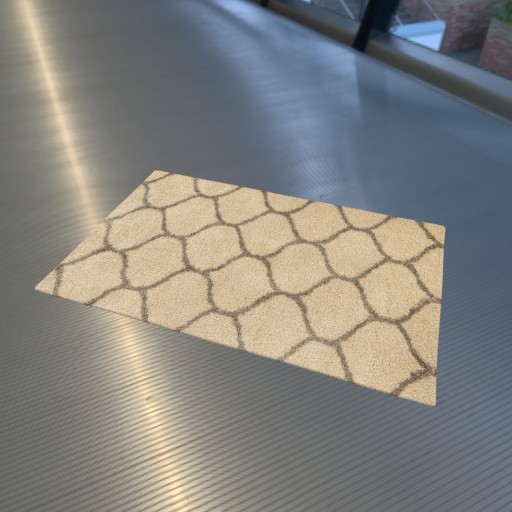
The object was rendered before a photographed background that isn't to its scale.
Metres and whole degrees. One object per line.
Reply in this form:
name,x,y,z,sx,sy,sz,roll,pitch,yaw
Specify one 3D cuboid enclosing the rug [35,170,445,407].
rug,0.000,0.000,2.942,2.348,0.024,1.501,13,43,15
